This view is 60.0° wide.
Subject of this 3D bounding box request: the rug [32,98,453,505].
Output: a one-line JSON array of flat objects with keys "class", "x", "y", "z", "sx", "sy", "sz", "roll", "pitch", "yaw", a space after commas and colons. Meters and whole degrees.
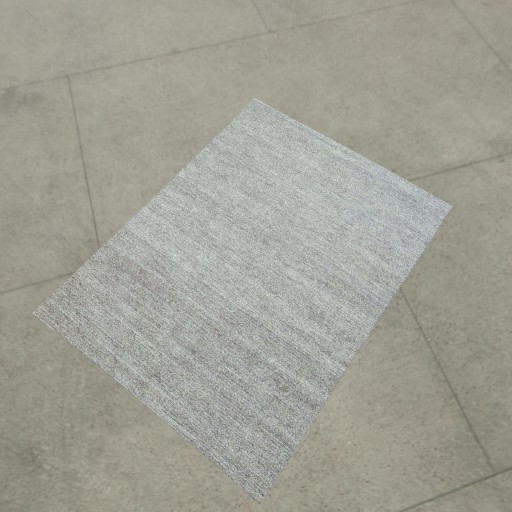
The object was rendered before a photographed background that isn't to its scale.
[{"class": "rug", "x": 0.000, "y": 0.000, "z": 4.069, "sx": 2.434, "sy": 0.045, "sz": 3.202, "roll": 34, "pitch": 67, "yaw": 16}]
